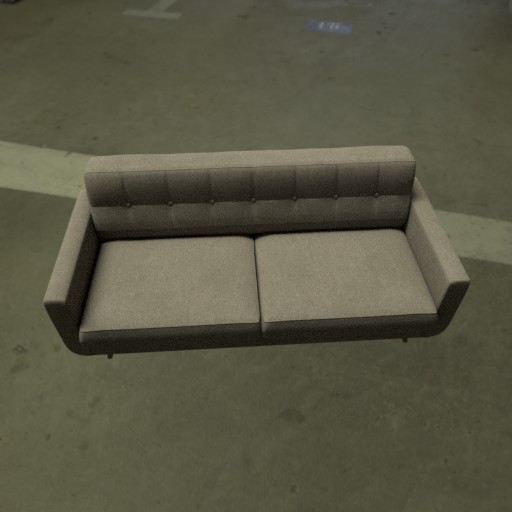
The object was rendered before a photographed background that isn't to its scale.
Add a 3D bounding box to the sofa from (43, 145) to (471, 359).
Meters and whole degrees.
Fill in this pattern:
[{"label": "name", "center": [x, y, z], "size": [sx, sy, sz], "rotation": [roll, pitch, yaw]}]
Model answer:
[{"label": "sofa", "center": [0.000, 0.000, 2.463], "size": [2.029, 0.841, 0.909], "rotation": [-3, 46, -3]}]
